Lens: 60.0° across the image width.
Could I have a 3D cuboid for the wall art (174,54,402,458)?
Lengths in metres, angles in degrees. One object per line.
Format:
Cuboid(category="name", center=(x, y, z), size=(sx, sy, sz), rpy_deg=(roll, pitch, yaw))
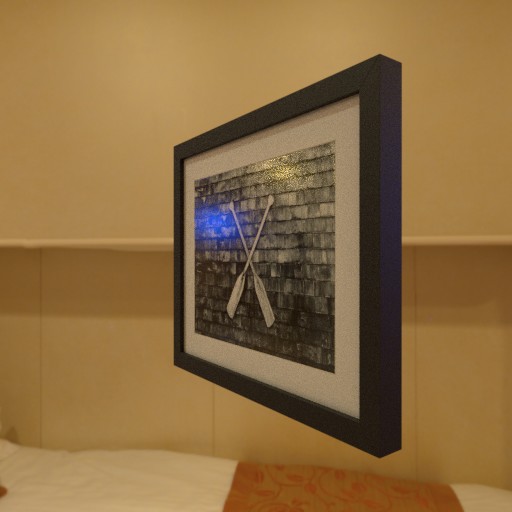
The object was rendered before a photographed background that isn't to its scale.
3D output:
Cuboid(category="wall art", center=(0.000, 0.000, 0.523), size=(0.029, 0.330, 0.381), rpy_deg=(0, 0, -36))
